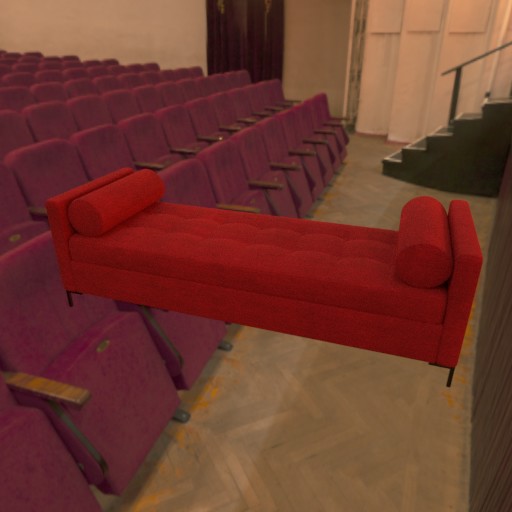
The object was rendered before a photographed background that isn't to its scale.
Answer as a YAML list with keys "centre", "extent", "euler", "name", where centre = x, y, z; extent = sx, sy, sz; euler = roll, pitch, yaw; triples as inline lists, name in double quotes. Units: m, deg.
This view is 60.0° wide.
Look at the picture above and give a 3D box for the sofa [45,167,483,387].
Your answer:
- centre: [0.000, 0.000, 2.309]
  extent: [1.981, 0.635, 0.686]
  euler: [9, 27, 17]
  name: "sofa"
